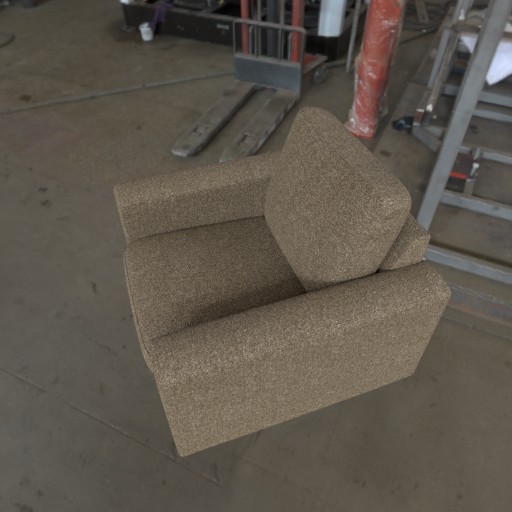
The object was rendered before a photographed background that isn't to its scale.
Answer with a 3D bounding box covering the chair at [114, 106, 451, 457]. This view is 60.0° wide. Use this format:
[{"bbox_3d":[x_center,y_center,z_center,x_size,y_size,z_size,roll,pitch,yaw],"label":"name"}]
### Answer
[{"bbox_3d":[0.000,0.000,1.745,1.016,0.873,1.005,-14,47,-14],"label":"chair"}]
